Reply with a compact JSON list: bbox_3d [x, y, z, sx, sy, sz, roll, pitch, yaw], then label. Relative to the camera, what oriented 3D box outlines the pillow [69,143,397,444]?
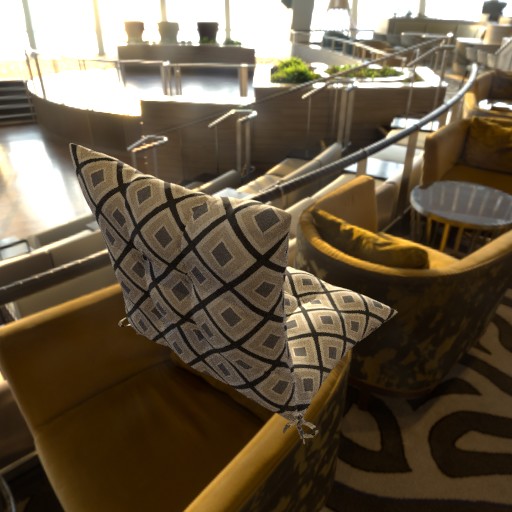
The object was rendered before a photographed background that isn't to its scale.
[{"bbox_3d":[0.000,0.000,1.000,0.541,0.536,0.585,22,37,32],"label":"pillow"}]
